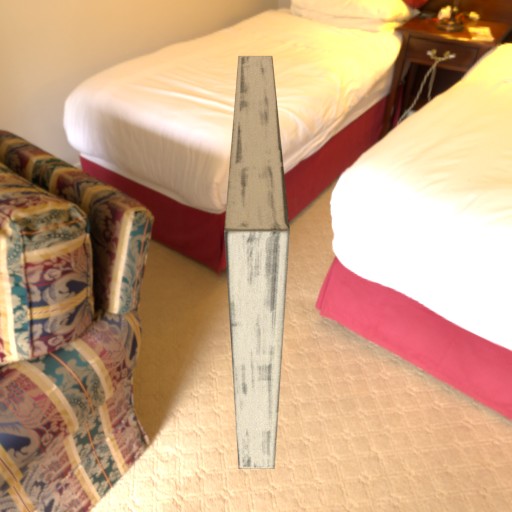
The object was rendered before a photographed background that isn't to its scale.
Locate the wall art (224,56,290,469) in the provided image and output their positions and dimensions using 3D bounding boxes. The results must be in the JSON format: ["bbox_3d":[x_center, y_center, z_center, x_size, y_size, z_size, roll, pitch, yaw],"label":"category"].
[{"bbox_3d":[0.000,0.000,0.460,0.036,0.303,0.303,0,41,0],"label":"wall art"}]
